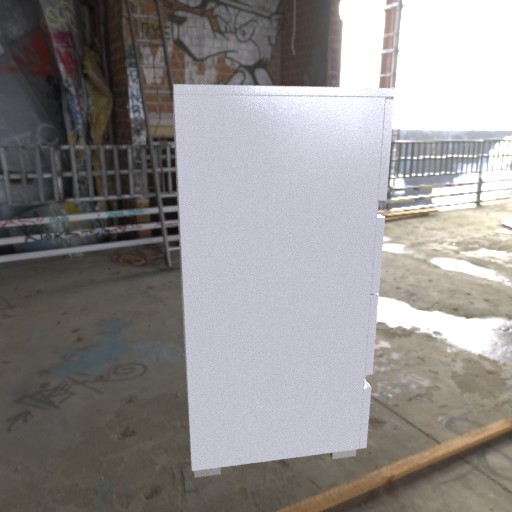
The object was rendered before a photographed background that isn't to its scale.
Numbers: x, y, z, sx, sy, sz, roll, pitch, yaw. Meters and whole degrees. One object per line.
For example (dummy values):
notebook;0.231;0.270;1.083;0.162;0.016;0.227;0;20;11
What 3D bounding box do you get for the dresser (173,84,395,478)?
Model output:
dresser;0.000;0.000;1.191;0.400;0.800;0.650;-3;16;-10
